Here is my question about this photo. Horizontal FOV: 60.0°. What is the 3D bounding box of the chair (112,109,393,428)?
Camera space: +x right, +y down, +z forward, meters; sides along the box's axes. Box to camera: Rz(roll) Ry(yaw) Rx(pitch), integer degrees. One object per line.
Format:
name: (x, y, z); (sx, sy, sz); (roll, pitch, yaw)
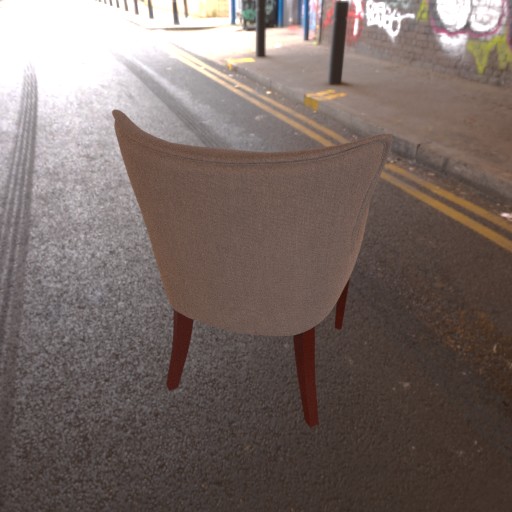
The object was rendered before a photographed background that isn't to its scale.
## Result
chair: (0.000, 0.000, 1.445); (0.732, 0.948, 0.677); (9, 33, 15)
